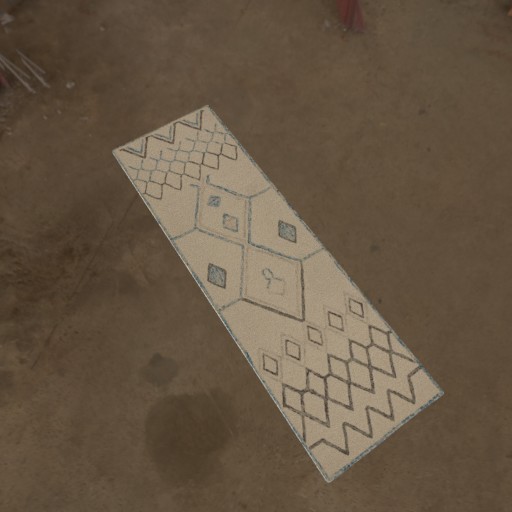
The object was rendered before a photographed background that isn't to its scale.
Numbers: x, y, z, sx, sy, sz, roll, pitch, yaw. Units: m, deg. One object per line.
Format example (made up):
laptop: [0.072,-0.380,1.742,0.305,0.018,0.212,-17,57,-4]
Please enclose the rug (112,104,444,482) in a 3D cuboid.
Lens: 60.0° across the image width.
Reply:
rug: [0.000,0.000,2.687,0.770,0.013,2.434,-31,68,-14]
